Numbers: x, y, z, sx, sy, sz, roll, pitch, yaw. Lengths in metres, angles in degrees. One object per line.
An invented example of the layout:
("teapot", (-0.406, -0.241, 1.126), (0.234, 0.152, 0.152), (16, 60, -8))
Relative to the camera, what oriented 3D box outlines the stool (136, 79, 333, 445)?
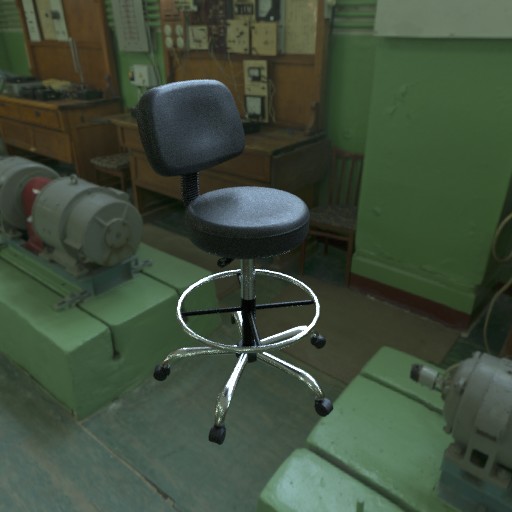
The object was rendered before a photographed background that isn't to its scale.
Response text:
("stool", (0.000, 0.000, 1.494), (0.658, 1.069, 0.694), (19, 33, 33))
